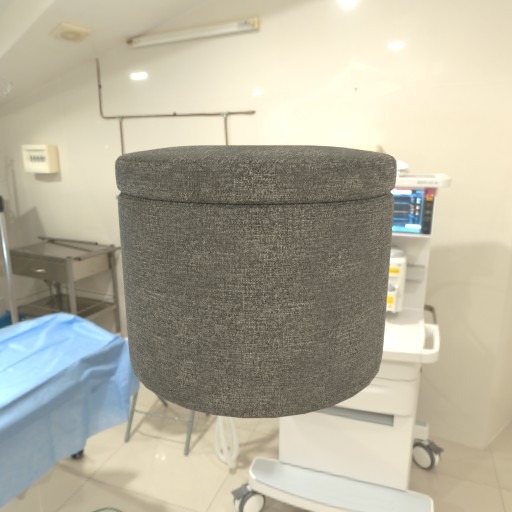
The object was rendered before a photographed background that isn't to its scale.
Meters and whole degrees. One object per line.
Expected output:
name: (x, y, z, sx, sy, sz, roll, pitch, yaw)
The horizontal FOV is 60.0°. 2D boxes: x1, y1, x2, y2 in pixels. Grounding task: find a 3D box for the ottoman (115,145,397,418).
ottoman: (0.000, 0.000, 0.865, 0.500, 0.419, 0.500, 0, 14, 0)
